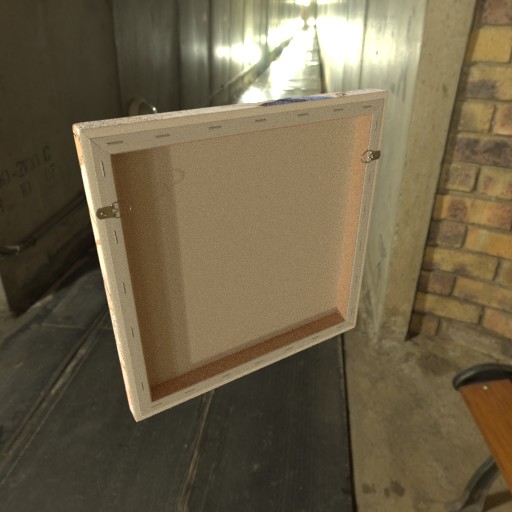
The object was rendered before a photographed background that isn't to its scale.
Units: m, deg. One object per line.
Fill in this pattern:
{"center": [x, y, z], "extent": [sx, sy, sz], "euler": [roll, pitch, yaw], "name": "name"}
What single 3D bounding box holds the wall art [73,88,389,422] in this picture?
{"center": [0.000, 0.000, 0.771], "extent": [0.507, 0.508, 0.038], "euler": [-17, 34, -27], "name": "wall art"}
